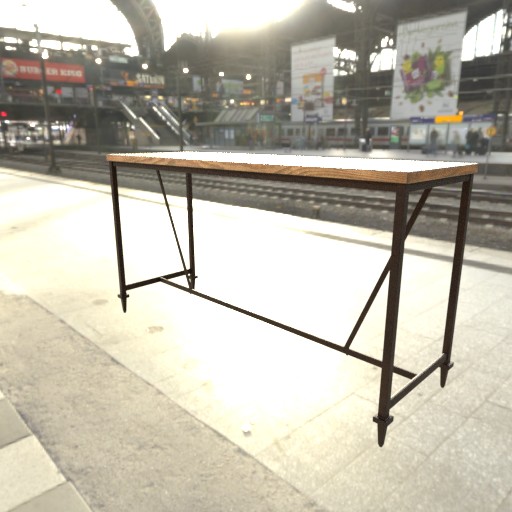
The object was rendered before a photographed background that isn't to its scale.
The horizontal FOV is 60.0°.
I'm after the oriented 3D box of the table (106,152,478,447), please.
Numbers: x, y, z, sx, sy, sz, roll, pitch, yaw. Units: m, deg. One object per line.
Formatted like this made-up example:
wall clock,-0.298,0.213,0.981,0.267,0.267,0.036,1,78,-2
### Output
table,0.000,0.000,2.087,1.700,0.902,0.551,14,21,42
